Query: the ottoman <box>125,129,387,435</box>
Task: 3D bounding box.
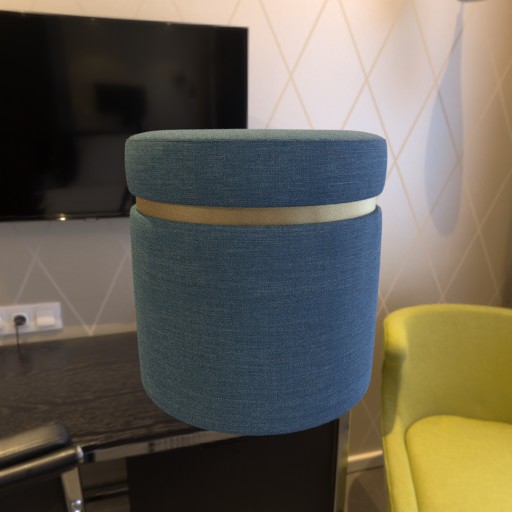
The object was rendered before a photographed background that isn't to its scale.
[{"bbox_3d":[0.000,0.000,0.736,0.398,0.406,0.398,0,15,0],"label":"ottoman"}]
